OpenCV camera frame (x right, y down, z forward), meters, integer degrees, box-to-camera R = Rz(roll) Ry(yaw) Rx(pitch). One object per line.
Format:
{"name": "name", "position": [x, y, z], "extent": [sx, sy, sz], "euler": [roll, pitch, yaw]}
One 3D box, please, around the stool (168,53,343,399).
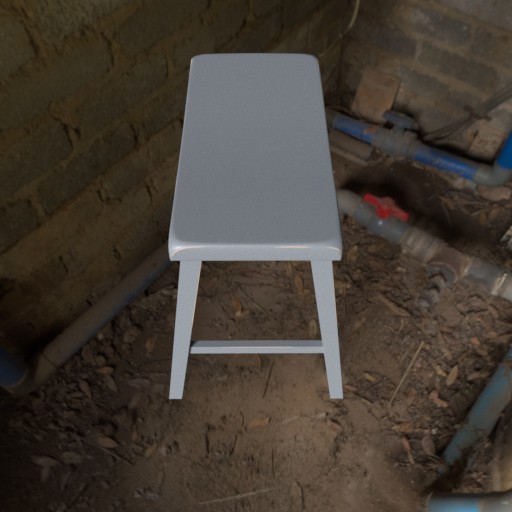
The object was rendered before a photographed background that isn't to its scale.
{"name": "stool", "position": [0.000, 0.000, 1.030], "extent": [0.476, 0.737, 0.457], "euler": [0, 57, 0]}
